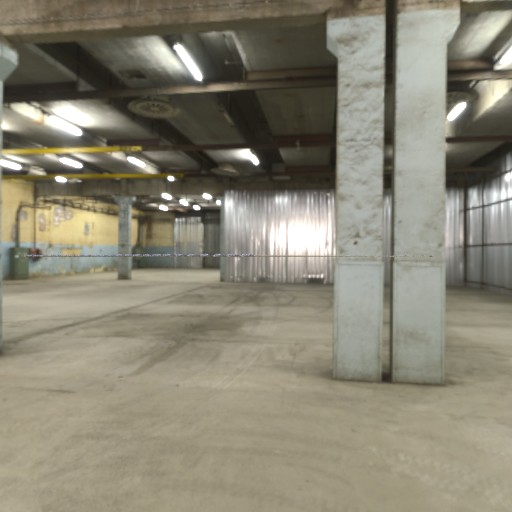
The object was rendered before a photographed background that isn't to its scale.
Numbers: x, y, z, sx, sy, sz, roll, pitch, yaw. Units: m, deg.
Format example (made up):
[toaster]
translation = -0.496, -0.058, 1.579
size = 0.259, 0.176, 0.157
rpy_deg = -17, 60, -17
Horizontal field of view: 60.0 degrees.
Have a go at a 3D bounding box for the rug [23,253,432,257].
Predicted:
[rug]
translation = 0.000, 0.000, 4.406
size = 2.471, 0.016, 3.416
rpy_deg = 0, 0, 37
